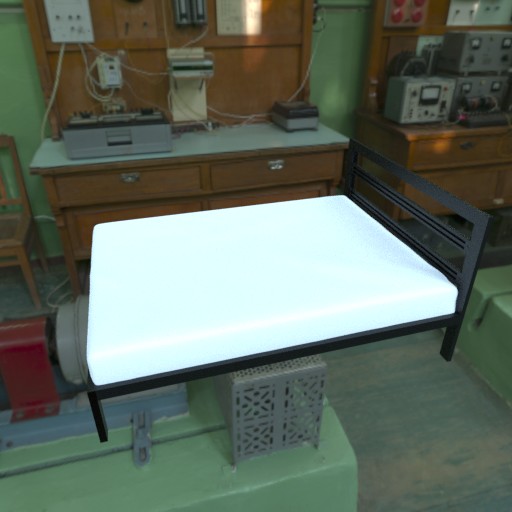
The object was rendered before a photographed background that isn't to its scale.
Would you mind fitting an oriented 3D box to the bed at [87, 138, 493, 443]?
[{"bbox_3d":[0.000,0.000,2.848,2.062,0.967,1.524,-8,31,-14],"label":"bed"}]
